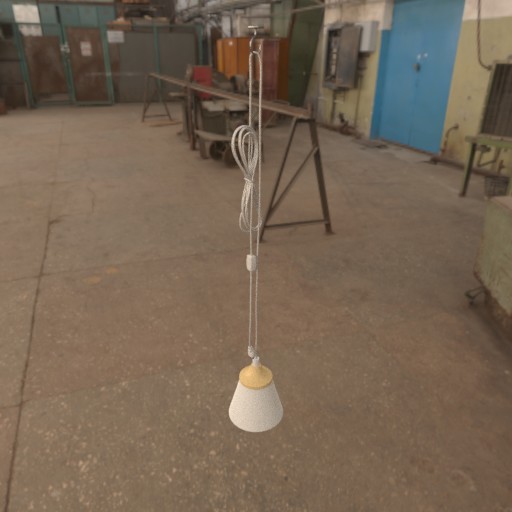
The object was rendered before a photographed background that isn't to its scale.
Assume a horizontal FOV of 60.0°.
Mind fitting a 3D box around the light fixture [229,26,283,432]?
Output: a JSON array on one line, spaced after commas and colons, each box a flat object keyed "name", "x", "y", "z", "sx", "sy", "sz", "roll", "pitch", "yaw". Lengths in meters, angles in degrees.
[{"name": "light fixture", "x": 0.000, "y": 0.000, "z": 1.049, "sx": 0.153, "sy": 0.966, "sz": 0.153, "roll": -8, "pitch": 26, "yaw": -16}]
